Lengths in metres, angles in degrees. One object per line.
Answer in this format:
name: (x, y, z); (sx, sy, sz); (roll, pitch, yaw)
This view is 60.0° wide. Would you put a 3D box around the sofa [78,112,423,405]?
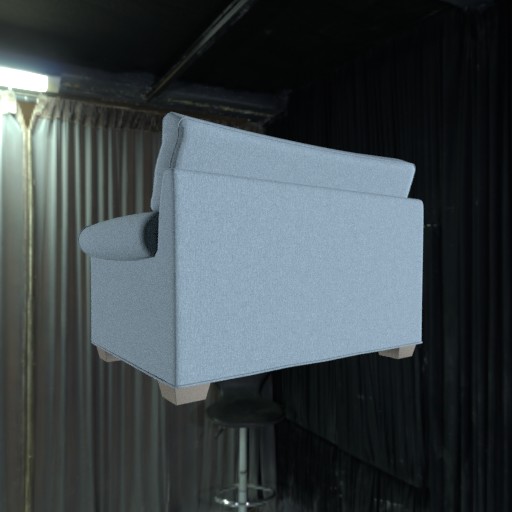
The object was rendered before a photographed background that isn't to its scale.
sofa: (0.000, 0.000, 2.101); (1.410, 0.953, 0.940); (0, 0, -35)
